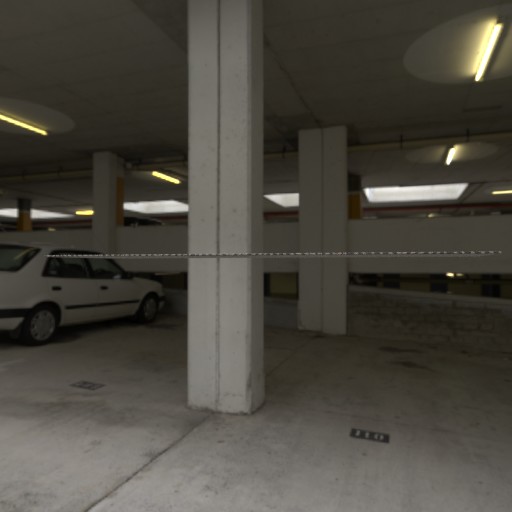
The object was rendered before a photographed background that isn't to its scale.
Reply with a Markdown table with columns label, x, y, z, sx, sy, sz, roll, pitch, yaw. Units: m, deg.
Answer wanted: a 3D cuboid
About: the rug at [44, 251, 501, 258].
| label | x | y | z | sx | sy | sz | roll | pitch | yaw |
| --- | --- | --- | --- | --- | --- | --- | --- | --- | --- |
| rug | 0.000 | 0.000 | 2.429 | 2.277 | 0.008 | 0.676 | 0 | -1 | 18 |
